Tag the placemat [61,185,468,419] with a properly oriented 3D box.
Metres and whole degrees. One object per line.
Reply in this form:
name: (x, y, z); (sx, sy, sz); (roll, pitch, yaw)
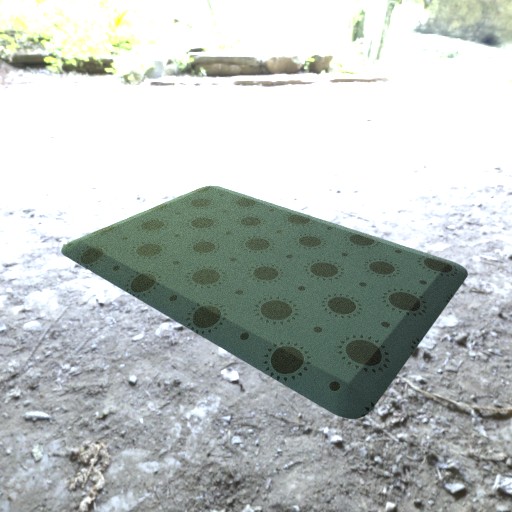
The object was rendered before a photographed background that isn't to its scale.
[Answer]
placemat: (0.000, 0.000, 0.963); (0.762, 0.021, 0.508); (22, 37, 33)
